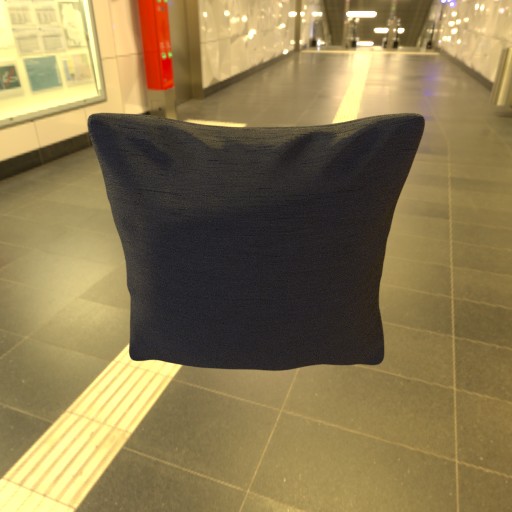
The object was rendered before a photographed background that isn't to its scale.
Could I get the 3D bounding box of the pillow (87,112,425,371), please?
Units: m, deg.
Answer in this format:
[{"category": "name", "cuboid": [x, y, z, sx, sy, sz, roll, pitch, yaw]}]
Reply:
[{"category": "pillow", "cuboid": [0.000, 0.000, 0.659, 0.432, 0.414, 0.246, 0, 29, 1]}]
